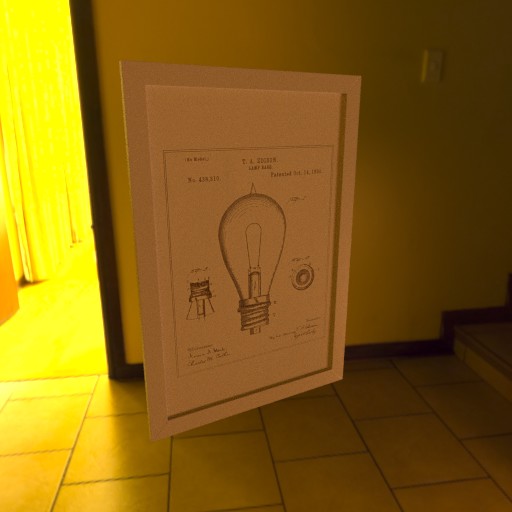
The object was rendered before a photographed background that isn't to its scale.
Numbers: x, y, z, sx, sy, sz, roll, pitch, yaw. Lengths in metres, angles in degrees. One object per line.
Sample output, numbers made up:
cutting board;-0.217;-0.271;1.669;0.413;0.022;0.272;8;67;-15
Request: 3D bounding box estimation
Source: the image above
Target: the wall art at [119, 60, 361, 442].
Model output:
wall art;0.000;0.000;0.608;0.325;0.474;0.010;-9;19;-27
